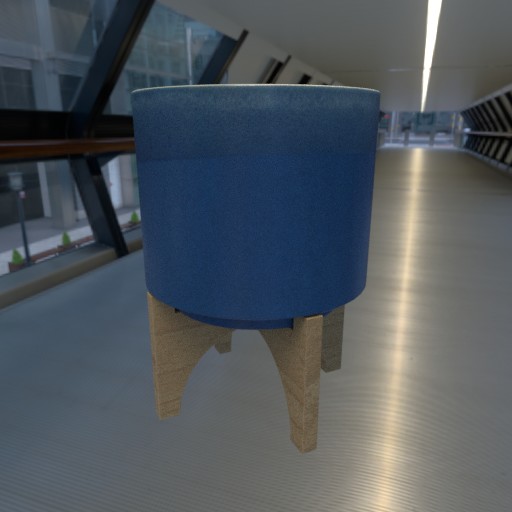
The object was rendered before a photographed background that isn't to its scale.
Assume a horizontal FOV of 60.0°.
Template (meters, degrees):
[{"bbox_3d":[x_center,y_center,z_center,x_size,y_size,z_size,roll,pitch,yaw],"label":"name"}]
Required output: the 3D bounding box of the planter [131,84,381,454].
[{"bbox_3d":[0.000,0.000,0.533,0.261,0.367,0.261,0,17,0],"label":"planter"}]
